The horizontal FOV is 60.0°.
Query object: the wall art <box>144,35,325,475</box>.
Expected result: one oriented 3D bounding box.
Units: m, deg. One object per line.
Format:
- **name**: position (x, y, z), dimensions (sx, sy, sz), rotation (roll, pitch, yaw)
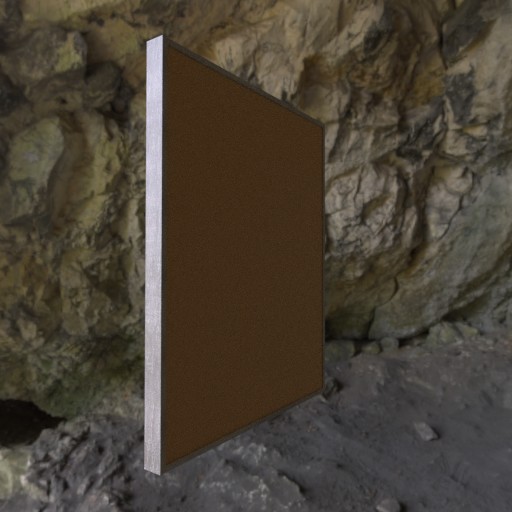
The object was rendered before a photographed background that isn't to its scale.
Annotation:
- **wall art**: position (0.000, 0.000, 0.703), dimensions (0.032, 0.521, 0.421), rotation (-1, -1, 36)
